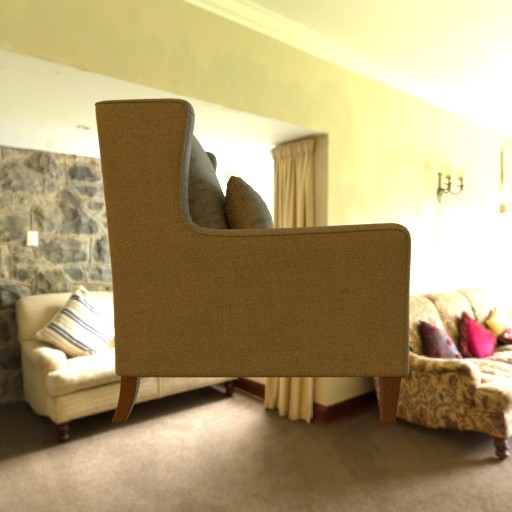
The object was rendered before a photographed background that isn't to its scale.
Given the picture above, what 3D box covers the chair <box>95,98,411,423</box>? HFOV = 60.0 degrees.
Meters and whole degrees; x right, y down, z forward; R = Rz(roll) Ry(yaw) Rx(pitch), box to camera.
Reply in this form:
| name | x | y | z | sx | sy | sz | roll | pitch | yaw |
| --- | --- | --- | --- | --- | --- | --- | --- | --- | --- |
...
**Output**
| name | x | y | z | sx | sy | sz | roll | pitch | yaw |
| --- | --- | --- | --- | --- | --- | --- | --- | --- | --- |
| chair | 0.000 | 0.000 | 1.792 | 1.040 | 1.056 | 0.866 | 0 | 1 | 0 |
